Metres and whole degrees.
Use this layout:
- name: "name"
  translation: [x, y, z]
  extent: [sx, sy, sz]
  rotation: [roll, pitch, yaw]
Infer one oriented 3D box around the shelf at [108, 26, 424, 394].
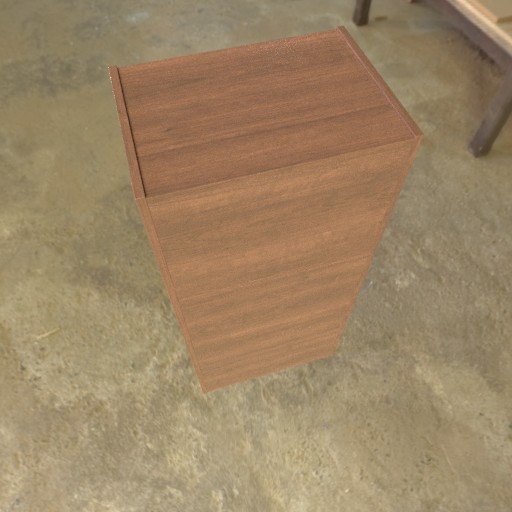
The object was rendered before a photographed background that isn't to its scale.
- name: "shelf"
  translation: [0.000, 0.000, 1.041]
  extent: [0.414, 0.879, 0.290]
  rotation: [-14, 58, -9]
